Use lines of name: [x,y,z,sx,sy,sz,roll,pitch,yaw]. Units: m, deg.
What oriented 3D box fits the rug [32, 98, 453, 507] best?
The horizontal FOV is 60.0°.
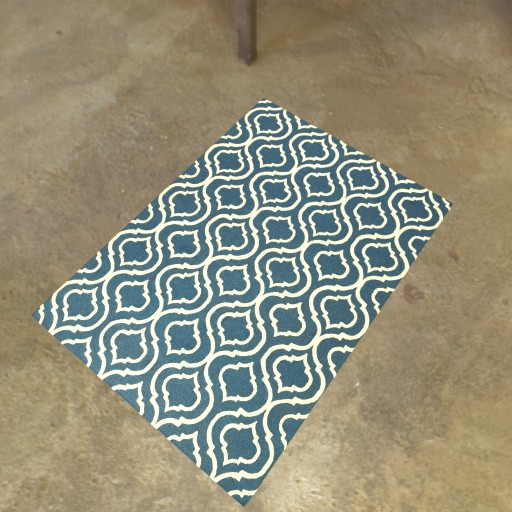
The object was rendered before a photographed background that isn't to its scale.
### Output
rug: [0.000,0.000,2.649,1.524,0.010,2.134,35,68,17]
